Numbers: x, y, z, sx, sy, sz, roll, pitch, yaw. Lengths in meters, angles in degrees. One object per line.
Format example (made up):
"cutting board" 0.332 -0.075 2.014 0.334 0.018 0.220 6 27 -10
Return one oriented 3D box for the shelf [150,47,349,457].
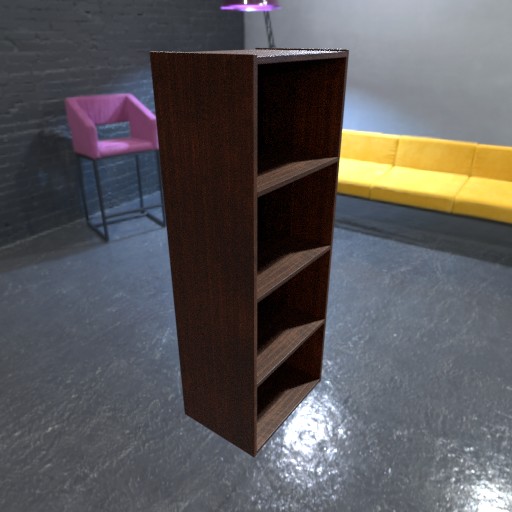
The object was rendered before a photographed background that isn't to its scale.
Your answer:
"shelf" 0.000 0.000 1.305 0.290 1.099 0.415 18 32 32
